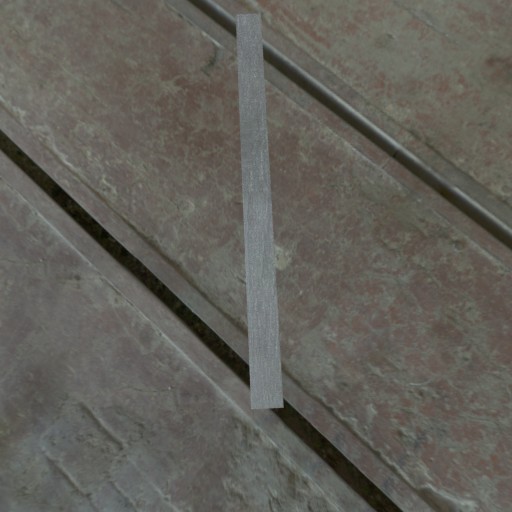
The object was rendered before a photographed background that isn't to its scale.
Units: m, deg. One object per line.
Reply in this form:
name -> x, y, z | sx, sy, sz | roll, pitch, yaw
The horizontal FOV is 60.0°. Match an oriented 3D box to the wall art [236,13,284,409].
wall art -> 0.000, 0.000, 0.694 | 0.032, 0.521, 0.421 | -3, 74, -1
